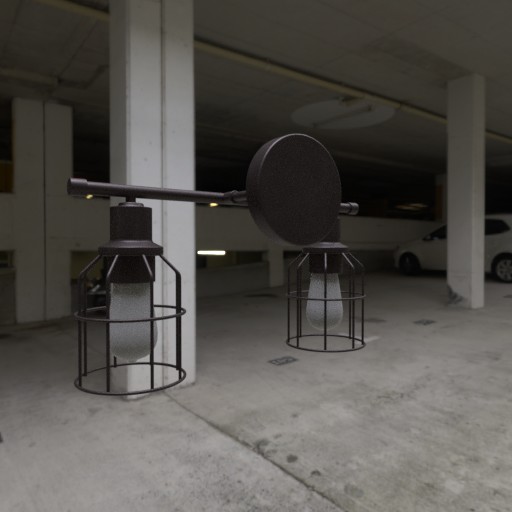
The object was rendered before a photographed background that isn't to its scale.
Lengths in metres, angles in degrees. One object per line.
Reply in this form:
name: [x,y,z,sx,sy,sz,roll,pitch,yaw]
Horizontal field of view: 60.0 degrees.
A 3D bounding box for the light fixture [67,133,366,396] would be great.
light fixture: [0.000,0.000,0.526,0.406,0.254,0.165,-1,1,-36]
